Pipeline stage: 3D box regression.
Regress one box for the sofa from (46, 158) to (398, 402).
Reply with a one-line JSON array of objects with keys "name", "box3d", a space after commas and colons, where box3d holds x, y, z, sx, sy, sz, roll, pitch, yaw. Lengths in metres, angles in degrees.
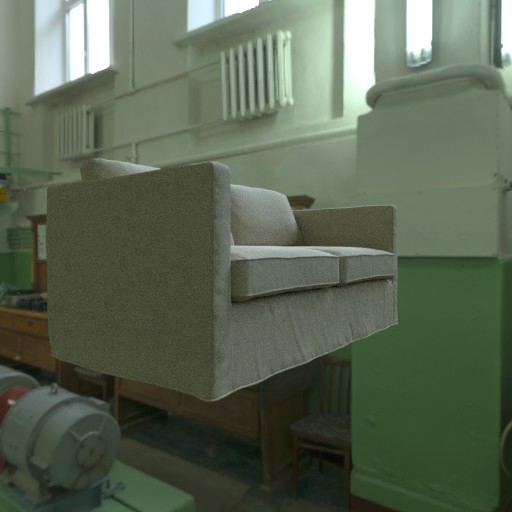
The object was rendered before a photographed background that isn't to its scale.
[{"name": "sofa", "box3d": [0.000, 0.000, 2.250, 0.962, 0.835, 1.719, 1, 1, 36]}]
